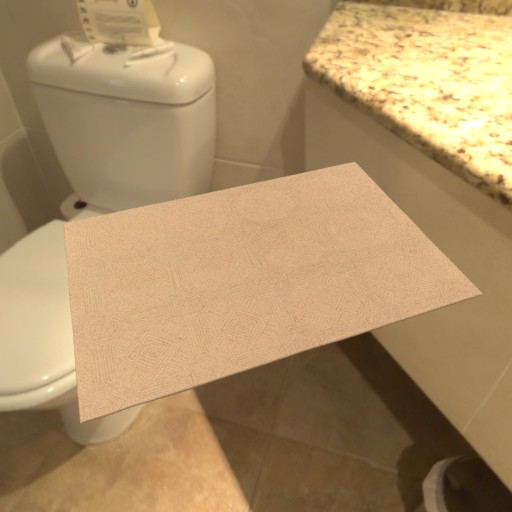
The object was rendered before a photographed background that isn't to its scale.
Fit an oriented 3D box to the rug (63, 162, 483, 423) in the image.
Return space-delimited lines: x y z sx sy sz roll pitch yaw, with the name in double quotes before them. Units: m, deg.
"rug" 0.000 0.000 2.283 1.839 0.009 1.236 -14 46 -14
